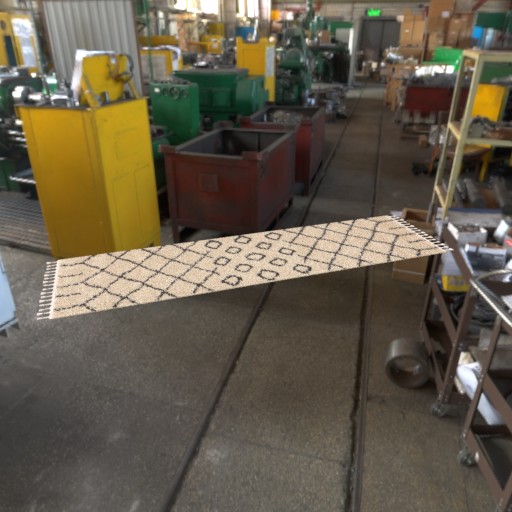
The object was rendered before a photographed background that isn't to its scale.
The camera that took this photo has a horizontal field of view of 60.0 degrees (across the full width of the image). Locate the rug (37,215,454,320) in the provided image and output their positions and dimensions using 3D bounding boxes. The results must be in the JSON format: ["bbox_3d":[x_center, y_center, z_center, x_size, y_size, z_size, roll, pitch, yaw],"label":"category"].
[{"bbox_3d":[0.000,0.000,2.766,2.464,0.005,0.660,-9,28,-16],"label":"rug"}]
